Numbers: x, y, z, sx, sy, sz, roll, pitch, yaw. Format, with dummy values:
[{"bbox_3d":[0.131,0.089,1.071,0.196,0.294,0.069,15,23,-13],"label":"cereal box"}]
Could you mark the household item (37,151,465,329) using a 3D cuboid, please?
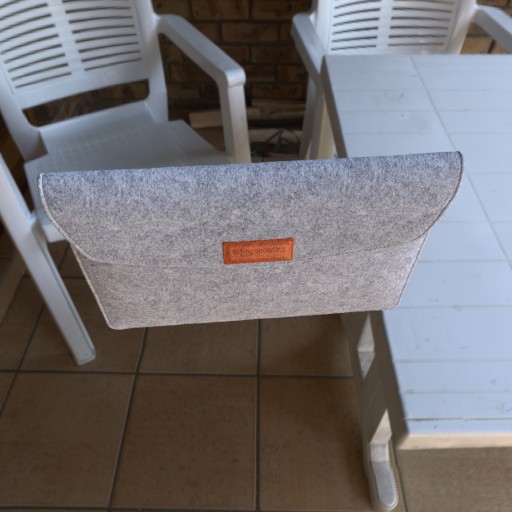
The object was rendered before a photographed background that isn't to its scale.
[{"bbox_3d":[0.000,0.000,0.431,0.335,0.221,0.057,-4,49,-3],"label":"household item"}]
